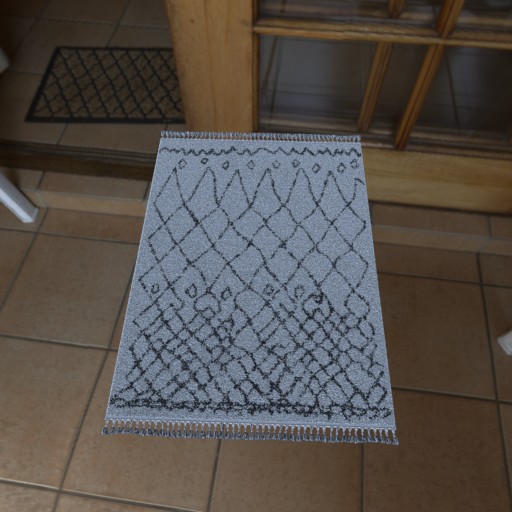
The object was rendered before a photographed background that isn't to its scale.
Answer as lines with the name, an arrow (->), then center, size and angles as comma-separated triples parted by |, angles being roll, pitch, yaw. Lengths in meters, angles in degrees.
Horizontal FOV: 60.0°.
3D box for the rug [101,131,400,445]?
rug -> 0.000, 0.000, 2.983 | 1.613, 0.017, 2.312 | 2, 59, 1
